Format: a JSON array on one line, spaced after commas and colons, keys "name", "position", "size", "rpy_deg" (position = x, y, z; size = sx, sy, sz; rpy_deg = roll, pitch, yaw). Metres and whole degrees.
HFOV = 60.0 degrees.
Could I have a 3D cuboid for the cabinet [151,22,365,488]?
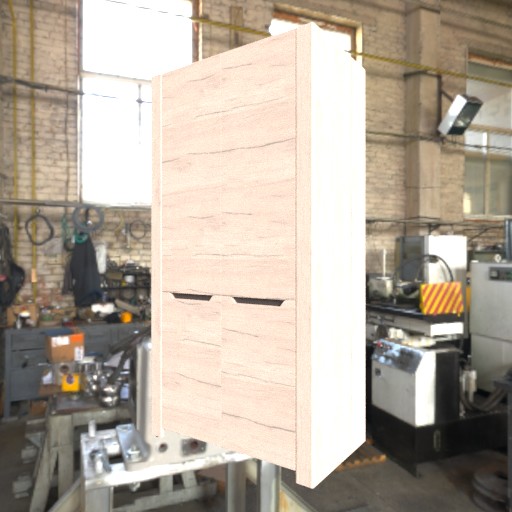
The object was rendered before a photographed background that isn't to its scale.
[{"name": "cabinet", "position": [0.000, 0.000, 2.342], "size": [0.980, 1.930, 0.580], "rpy_deg": [0, 0, 35]}]
